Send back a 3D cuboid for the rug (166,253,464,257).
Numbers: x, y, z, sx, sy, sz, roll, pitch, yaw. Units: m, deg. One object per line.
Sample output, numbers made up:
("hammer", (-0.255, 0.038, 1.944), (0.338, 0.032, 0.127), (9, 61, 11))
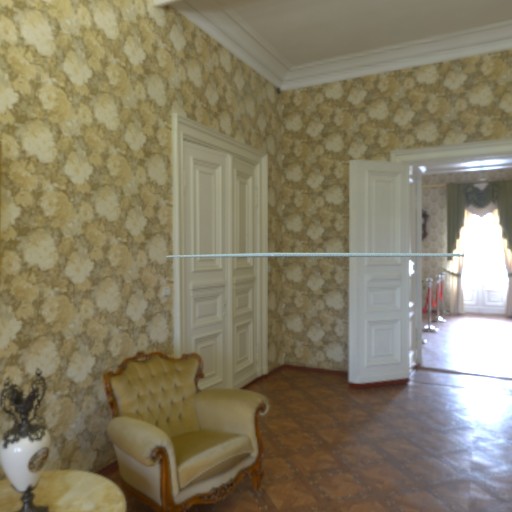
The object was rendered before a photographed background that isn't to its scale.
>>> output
("rug", (0.000, 0.000, 2.349), (0.662, 0.011, 2.196), (0, 0, -19))
